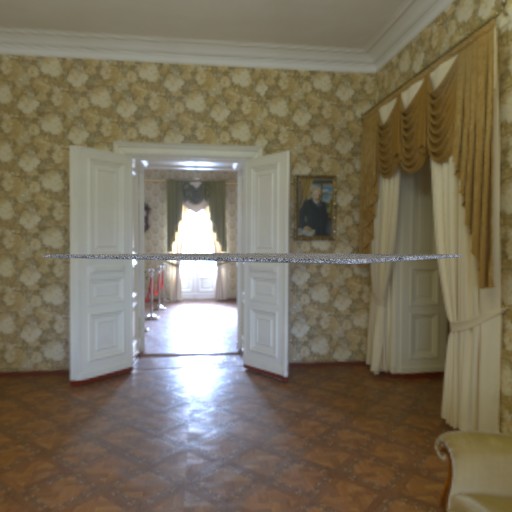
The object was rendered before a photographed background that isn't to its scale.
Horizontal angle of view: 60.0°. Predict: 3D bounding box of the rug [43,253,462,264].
[{"bbox_3d":[0.000,0.000,4.059,3.000,0.025,2.401,1,1,36],"label":"rug"}]
